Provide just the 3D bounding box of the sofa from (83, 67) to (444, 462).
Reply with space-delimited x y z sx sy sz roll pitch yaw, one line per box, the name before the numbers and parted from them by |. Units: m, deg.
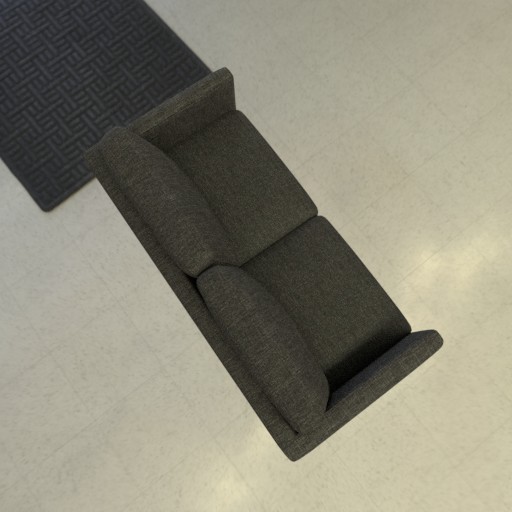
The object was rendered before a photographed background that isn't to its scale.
sofa | 0.000 0.000 2.477 0.950 0.963 1.884 -35 79 -8
